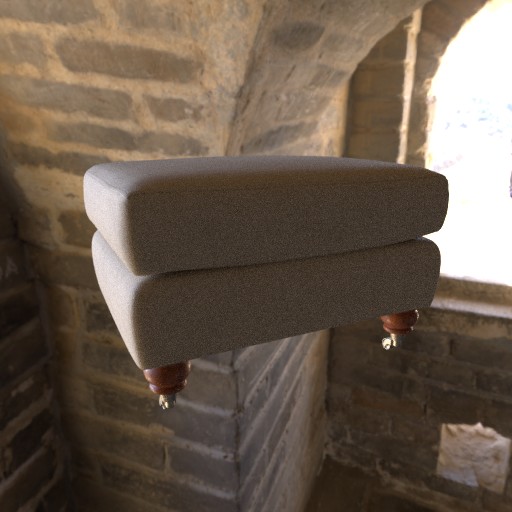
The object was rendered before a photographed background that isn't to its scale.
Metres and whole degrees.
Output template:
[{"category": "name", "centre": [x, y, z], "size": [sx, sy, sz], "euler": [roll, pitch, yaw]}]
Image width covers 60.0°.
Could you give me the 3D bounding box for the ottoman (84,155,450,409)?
[{"category": "ottoman", "centre": [0.000, 0.000, 1.150], "size": [0.773, 0.504, 0.569], "euler": [-7, 17, -25]}]
